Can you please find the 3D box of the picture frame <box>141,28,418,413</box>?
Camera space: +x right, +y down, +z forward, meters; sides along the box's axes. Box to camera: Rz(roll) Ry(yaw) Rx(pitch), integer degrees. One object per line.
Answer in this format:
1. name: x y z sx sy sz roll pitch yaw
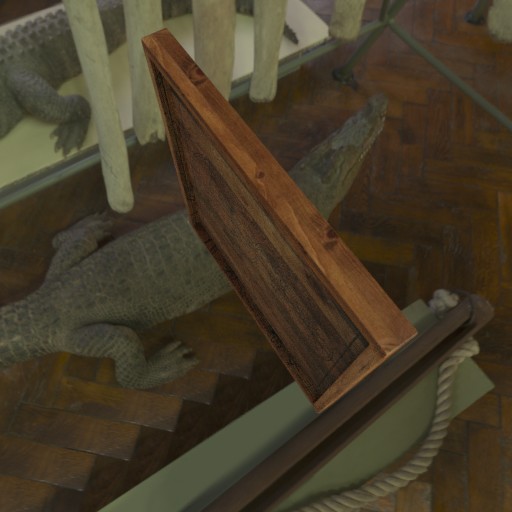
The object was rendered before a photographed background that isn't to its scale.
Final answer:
1. picture frame: 0.000 0.000 0.513 0.028 0.356 0.352 -30 68 -13
